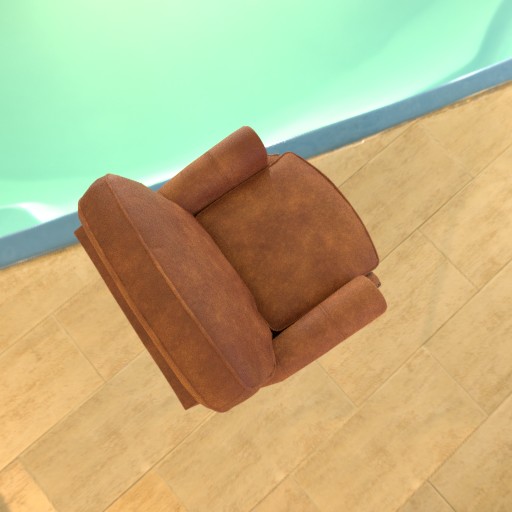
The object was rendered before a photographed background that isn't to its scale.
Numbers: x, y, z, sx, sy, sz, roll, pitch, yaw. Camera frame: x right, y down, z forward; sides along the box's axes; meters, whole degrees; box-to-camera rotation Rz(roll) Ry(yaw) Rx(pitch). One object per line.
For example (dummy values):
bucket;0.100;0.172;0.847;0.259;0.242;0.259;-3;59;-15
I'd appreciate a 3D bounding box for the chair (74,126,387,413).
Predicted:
chair;0.000;0.000;1.775;0.986;1.018;0.936;-34;78;-8
